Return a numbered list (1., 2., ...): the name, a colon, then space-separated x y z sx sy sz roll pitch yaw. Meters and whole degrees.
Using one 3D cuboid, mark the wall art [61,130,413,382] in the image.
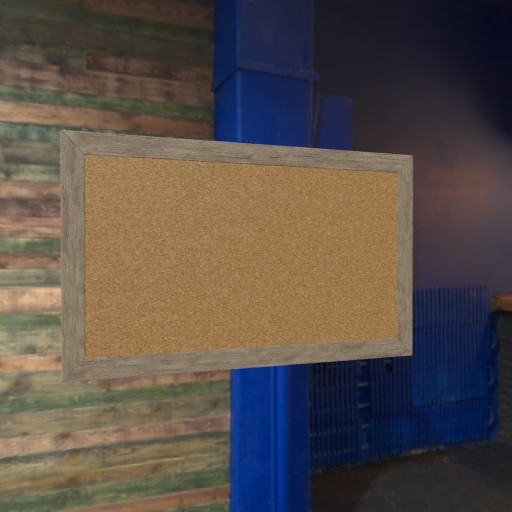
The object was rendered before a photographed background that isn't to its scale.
1. wall art: 0.000 0.000 0.964 0.780 0.480 0.021 0 0 -17
